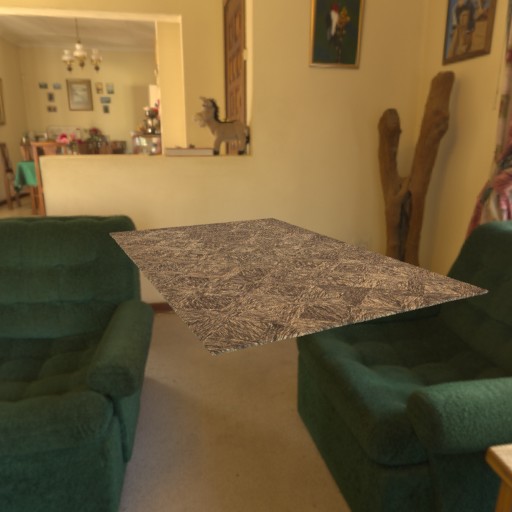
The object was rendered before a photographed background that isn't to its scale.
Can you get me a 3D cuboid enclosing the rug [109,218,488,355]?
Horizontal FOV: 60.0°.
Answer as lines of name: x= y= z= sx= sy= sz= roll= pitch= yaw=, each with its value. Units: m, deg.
rug: x=0.000 y=0.000 z=2.299 sx=1.189 sy=0.011 sz=1.808 roll=-8 pitch=17 yaw=-26
